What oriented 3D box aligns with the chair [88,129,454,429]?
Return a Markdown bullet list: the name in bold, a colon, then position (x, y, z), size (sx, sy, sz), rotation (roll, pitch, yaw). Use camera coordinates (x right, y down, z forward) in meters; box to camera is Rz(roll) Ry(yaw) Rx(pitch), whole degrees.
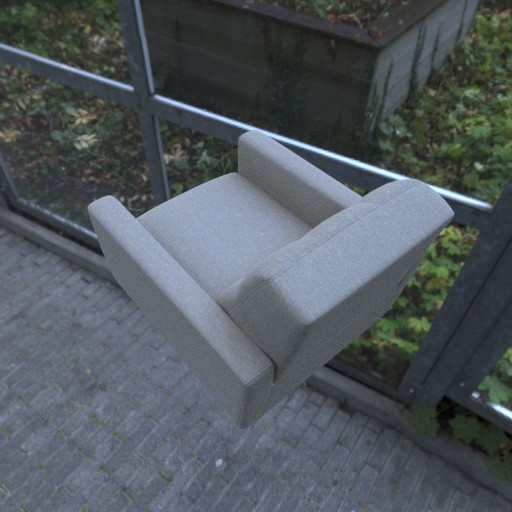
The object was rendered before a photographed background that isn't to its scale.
- **chair**: position (0.000, 0.000, 1.806), size (0.897, 0.965, 1.128), rotation (-32, 55, -26)
